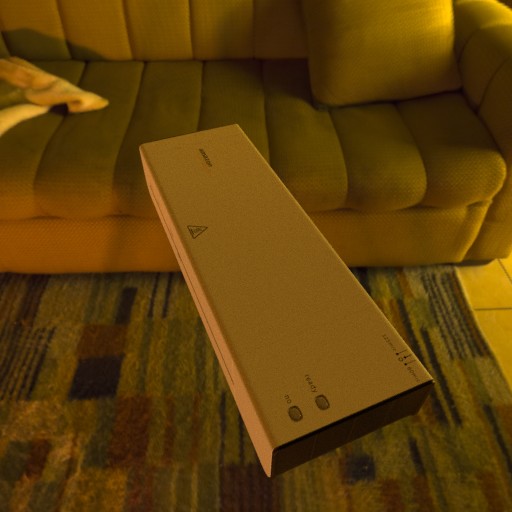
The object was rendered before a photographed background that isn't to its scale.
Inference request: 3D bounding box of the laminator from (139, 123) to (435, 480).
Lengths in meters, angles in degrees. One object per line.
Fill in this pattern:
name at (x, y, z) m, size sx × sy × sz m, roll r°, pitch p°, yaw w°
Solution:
laminator at (0.000, 0.000, 0.392) m, size 0.123 × 0.062 × 0.340 m, roll -17°, pitch 48°, yaw -16°
